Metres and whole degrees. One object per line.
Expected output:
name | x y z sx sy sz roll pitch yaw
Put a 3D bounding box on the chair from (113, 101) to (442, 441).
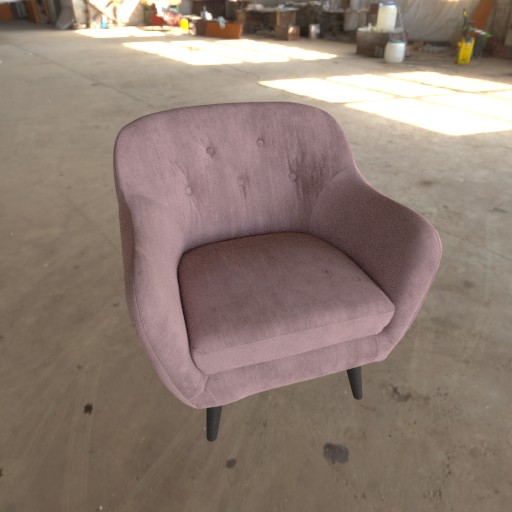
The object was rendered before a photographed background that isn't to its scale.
chair | 0.000 0.000 1.471 0.840 0.820 0.820 -10 34 -15
